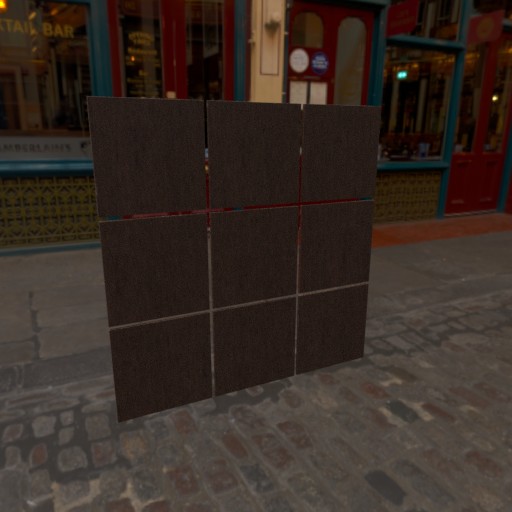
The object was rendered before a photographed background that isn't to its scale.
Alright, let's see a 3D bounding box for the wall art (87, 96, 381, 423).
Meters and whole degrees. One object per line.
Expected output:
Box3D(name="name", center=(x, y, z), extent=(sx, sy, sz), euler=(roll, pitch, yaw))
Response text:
Box3D(name="wall art", center=(0.000, 0.000, 2.321), extent=(1.527, 1.525, 0.014), euler=(-7, 17, -25))
